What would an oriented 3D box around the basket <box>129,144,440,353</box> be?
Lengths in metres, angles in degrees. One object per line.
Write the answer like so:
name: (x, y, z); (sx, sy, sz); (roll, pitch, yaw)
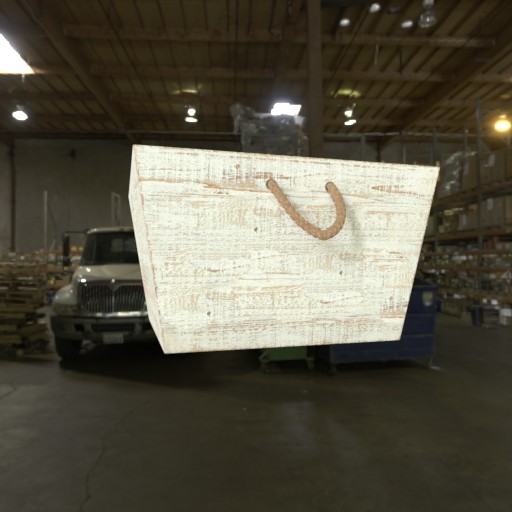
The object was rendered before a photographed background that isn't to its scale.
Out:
basket: (0.000, 0.000, 0.755); (0.413, 0.247, 0.545); (0, -1, -17)
